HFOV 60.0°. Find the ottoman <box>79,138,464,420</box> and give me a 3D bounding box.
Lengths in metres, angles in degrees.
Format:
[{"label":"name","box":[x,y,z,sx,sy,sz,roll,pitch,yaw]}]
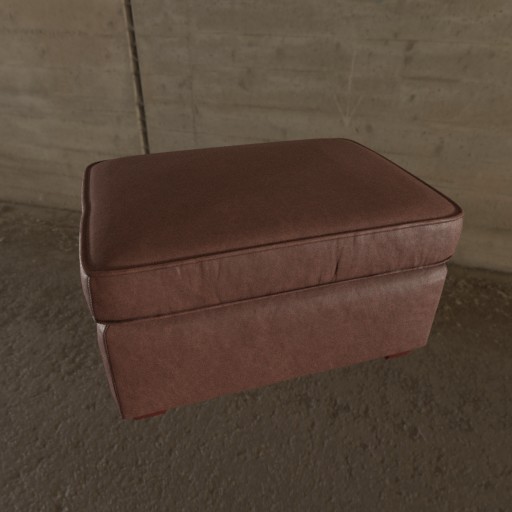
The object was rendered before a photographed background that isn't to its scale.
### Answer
[{"label":"ottoman","box":[0.000,0.000,1.081,0.749,0.449,0.548,-9,33,-15]}]
